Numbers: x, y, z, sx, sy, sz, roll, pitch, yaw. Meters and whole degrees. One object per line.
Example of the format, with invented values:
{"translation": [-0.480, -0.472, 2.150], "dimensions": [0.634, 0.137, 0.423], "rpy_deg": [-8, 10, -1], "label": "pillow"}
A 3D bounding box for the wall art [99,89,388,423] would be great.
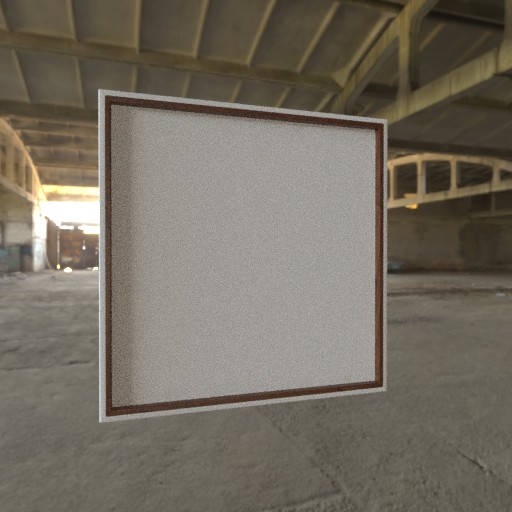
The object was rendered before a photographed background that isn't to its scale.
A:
{"translation": [0.000, 0.000, 1.135], "dimensions": [0.757, 0.757, 0.037], "rpy_deg": [0, 1, -18], "label": "wall art"}
